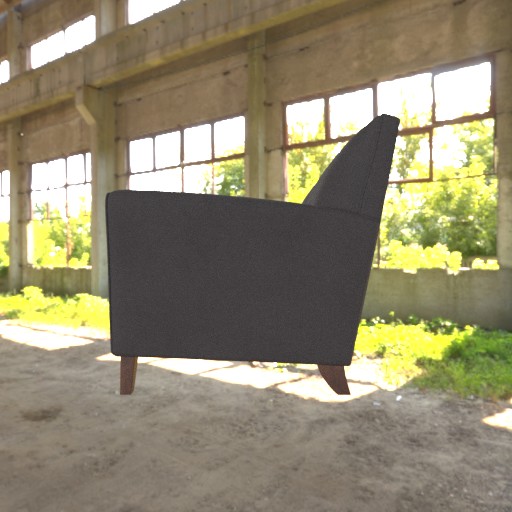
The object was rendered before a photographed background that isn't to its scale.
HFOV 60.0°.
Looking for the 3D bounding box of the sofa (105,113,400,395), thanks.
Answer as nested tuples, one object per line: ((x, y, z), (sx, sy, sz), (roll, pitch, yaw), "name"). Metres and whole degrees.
((0.000, 0.000, 1.981), (0.871, 0.846, 1.420), (0, 0, 1), "sofa")
